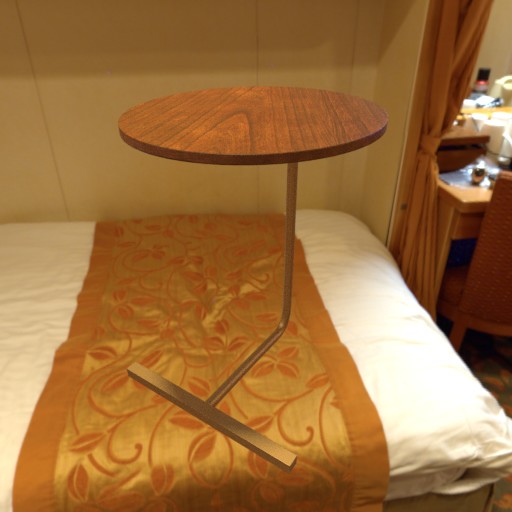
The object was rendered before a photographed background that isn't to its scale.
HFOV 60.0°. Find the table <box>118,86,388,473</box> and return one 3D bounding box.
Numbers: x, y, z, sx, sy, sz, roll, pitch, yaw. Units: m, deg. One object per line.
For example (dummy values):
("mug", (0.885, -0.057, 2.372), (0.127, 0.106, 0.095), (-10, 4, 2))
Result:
("table", (0.000, 0.000, 1.109), (0.530, 0.706, 0.577), (19, 36, 29))
